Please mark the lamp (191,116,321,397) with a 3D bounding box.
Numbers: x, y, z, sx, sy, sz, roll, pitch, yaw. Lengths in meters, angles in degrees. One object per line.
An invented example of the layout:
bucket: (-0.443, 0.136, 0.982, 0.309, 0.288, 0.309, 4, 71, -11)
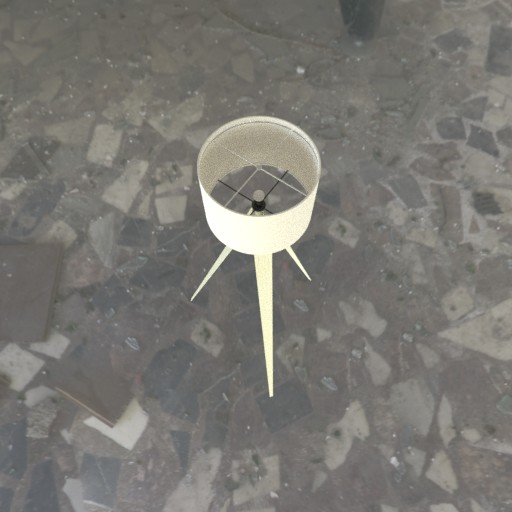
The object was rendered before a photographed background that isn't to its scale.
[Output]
lamp: (0.000, 0.000, 1.960, 0.724, 1.524, 0.716, 33, 69, 15)
